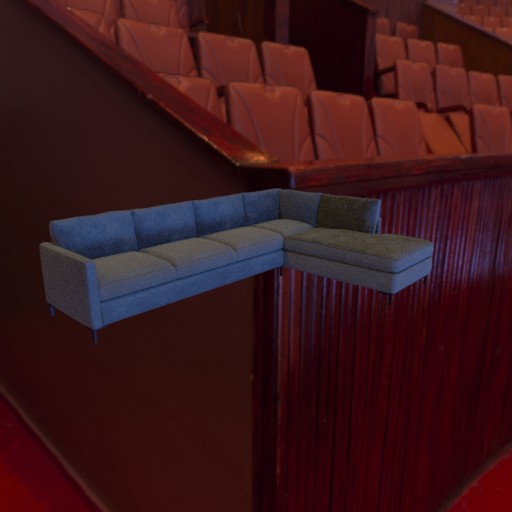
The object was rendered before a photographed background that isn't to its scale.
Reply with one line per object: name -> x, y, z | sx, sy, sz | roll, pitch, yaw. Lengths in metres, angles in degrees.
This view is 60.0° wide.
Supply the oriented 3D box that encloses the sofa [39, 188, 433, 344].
sofa -> 0.000, 0.000, 3.294 | 1.707, 0.687, 2.486 | 14, 21, 41
